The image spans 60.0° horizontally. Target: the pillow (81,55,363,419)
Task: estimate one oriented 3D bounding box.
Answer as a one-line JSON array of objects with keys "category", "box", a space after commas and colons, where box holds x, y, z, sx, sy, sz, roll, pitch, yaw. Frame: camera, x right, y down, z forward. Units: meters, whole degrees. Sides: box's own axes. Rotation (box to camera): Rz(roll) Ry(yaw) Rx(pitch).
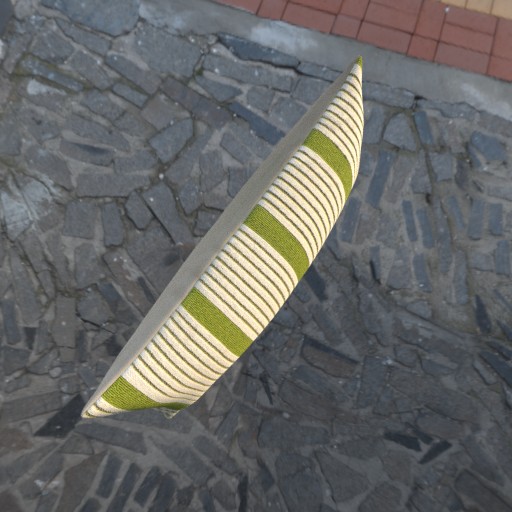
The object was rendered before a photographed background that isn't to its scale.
[{"category": "pillow", "box": [0.000, 0.000, 0.708, 0.156, 0.292, 0.608, 35, 78, 8]}]
